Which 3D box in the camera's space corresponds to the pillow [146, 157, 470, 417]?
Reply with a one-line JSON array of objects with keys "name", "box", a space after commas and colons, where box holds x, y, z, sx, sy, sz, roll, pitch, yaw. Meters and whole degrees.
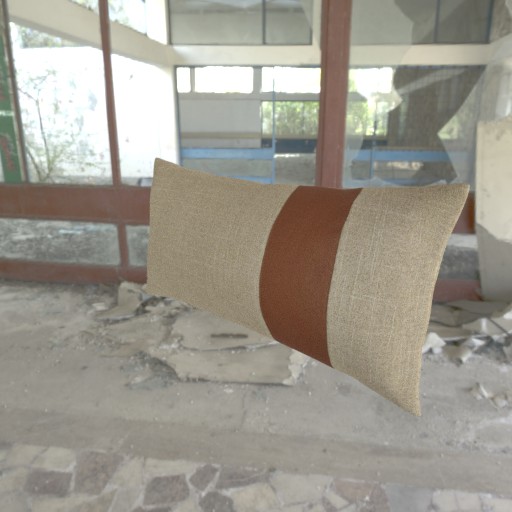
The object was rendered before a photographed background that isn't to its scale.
[{"name": "pillow", "box": [0.000, 0.000, 0.719, 0.612, 0.282, 0.155, 15, 22, 42]}]
